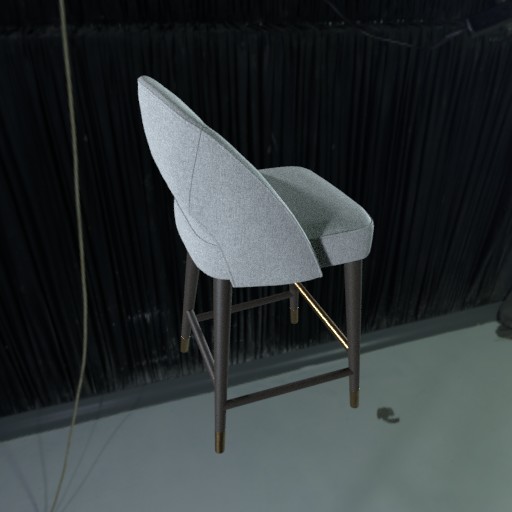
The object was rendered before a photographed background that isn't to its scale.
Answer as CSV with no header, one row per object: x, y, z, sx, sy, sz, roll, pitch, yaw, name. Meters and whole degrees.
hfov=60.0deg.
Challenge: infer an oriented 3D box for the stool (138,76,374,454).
0.000,0.000,1.216,0.509,0.940,0.494,-11,33,-18,stool
